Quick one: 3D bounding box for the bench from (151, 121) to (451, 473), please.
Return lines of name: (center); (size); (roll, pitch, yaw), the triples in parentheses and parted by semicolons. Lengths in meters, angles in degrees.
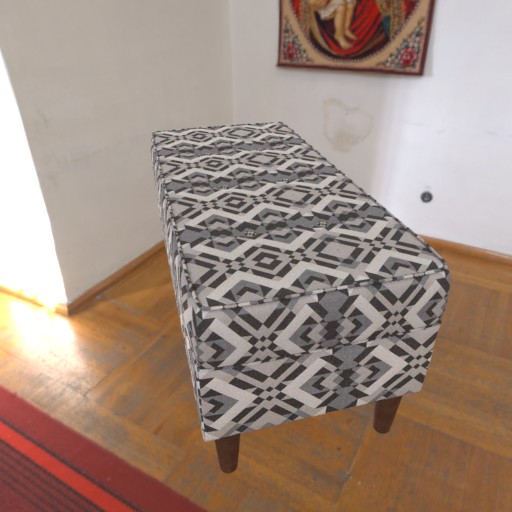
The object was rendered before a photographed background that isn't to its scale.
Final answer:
bench: (0.000, 0.000, 1.268); (0.492, 0.477, 1.016); (-8, 33, -13)
